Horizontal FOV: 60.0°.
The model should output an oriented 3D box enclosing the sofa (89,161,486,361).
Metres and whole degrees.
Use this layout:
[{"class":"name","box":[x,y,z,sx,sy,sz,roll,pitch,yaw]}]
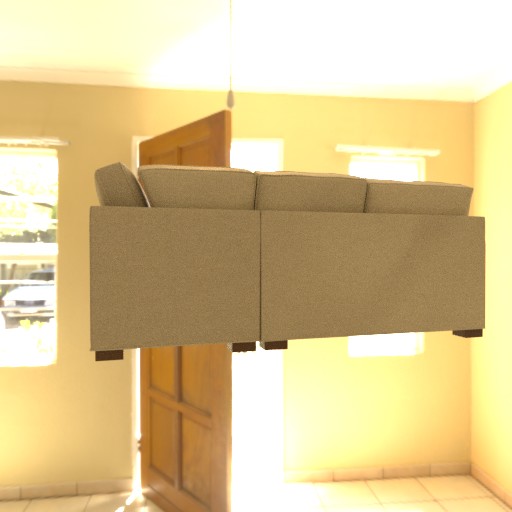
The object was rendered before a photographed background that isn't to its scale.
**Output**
[{"class":"sofa","box":[0.000,0.000,3.329,2.182,0.939,2.189,0,0,-16]}]
